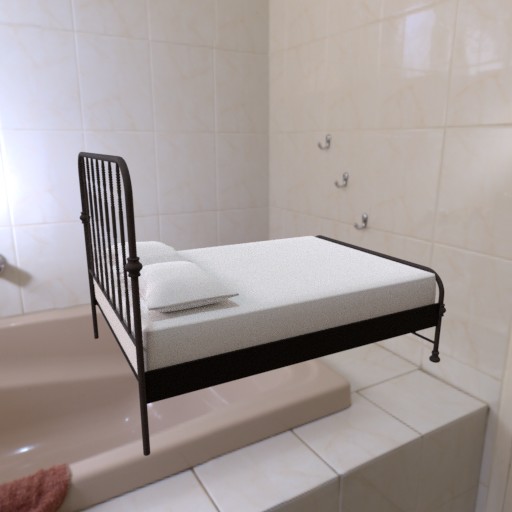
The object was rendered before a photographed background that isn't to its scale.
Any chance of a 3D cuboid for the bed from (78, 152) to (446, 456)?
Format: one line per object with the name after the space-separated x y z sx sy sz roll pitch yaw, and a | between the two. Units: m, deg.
0.000 0.000 3.164 2.134 1.446 1.616 -7 16 -27 | bed
